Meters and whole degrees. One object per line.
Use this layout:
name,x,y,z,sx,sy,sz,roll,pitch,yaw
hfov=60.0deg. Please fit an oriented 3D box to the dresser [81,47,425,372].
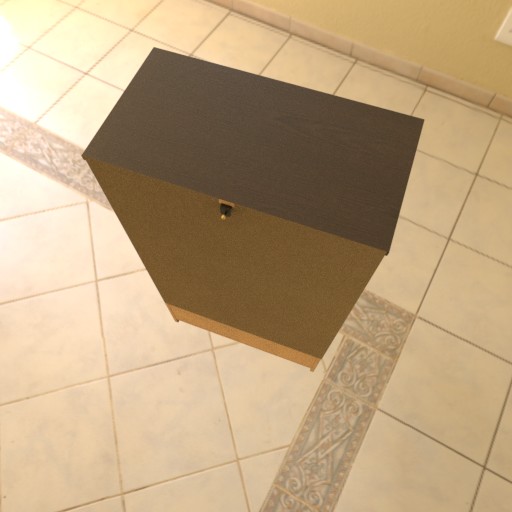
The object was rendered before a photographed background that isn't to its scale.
dresser,0.000,0.000,1.582,0.704,1.254,0.418,18,66,9
